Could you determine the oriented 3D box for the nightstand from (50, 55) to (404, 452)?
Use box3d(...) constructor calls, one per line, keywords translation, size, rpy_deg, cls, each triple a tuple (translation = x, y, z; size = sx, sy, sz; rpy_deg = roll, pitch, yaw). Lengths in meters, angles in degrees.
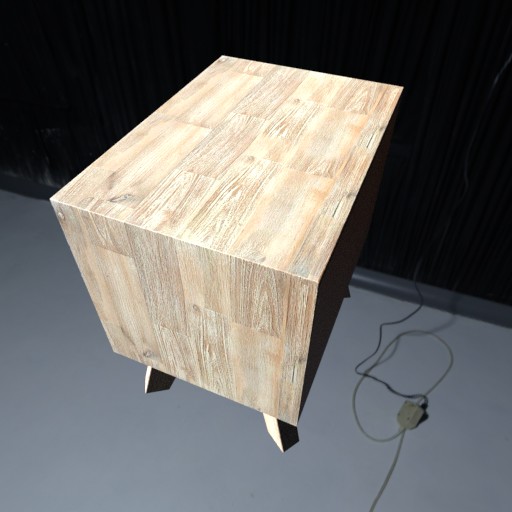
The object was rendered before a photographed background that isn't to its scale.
box3d(translation=(0.000, 0.000, 0.957), size=(0.396, 0.589, 0.552), rpy_deg=(17, 48, 16), cls="nightstand")
